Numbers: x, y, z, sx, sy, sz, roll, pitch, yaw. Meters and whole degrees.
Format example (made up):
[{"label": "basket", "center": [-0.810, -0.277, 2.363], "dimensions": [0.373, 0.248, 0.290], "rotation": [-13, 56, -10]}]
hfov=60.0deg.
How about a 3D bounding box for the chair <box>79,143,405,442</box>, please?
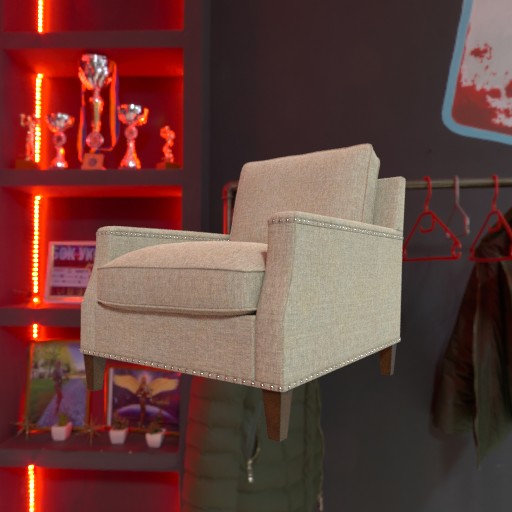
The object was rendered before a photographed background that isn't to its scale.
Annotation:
[{"label": "chair", "center": [0.000, 0.000, 1.704], "dimensions": [0.853, 0.943, 1.014], "rotation": [-1, -2, 36]}]
